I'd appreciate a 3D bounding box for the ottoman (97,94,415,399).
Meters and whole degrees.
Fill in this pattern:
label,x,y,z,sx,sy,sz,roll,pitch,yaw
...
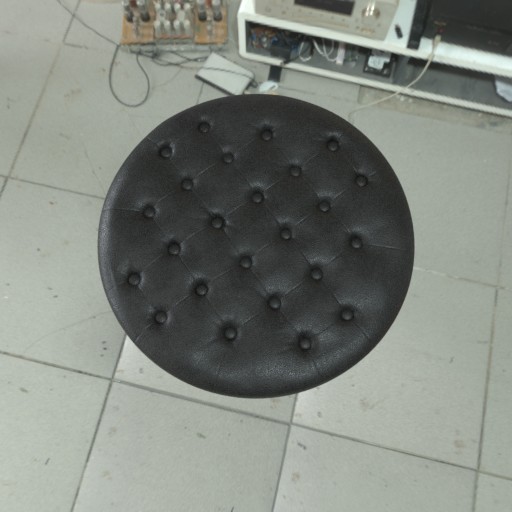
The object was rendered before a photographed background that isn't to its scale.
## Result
label,x,y,z,sx,sy,sz,roll,pitch,yaw
ottoman,0.000,0.000,1.070,0.637,0.442,0.637,0,76,0
